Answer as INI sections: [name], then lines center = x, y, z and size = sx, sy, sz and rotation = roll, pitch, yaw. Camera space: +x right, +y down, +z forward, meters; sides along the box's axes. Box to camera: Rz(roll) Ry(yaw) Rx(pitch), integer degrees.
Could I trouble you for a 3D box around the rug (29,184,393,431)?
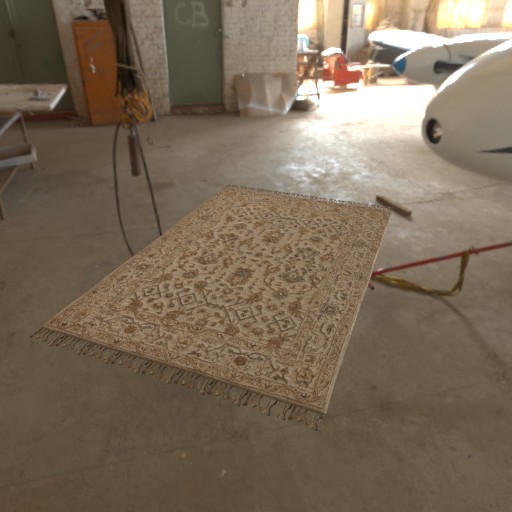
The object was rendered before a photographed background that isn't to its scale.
[rug]
center = 0.000, 0.000, 2.982
size = 1.529, 0.027, 2.434
rotation = 11, 31, 19
